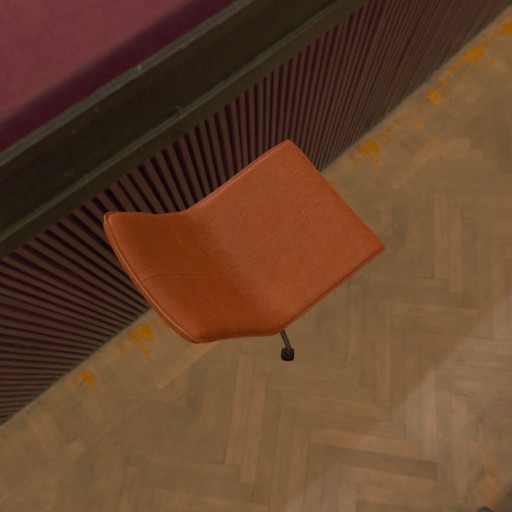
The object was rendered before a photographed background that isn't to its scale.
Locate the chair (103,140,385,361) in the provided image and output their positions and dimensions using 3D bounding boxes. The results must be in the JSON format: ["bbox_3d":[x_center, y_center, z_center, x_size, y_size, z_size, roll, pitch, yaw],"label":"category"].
[{"bbox_3d":[0.000,0.000,1.368,0.660,0.920,0.651,-37,78,-9],"label":"chair"}]
